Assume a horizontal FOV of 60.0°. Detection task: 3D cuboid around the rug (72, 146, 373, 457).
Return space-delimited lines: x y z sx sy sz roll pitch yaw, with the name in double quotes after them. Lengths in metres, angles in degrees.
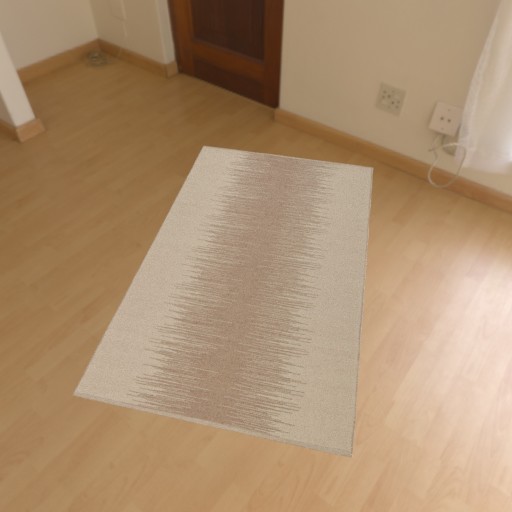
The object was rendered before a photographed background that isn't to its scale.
0.000 0.000 3.108 1.522 0.012 2.440 9 48 8 "rug"
